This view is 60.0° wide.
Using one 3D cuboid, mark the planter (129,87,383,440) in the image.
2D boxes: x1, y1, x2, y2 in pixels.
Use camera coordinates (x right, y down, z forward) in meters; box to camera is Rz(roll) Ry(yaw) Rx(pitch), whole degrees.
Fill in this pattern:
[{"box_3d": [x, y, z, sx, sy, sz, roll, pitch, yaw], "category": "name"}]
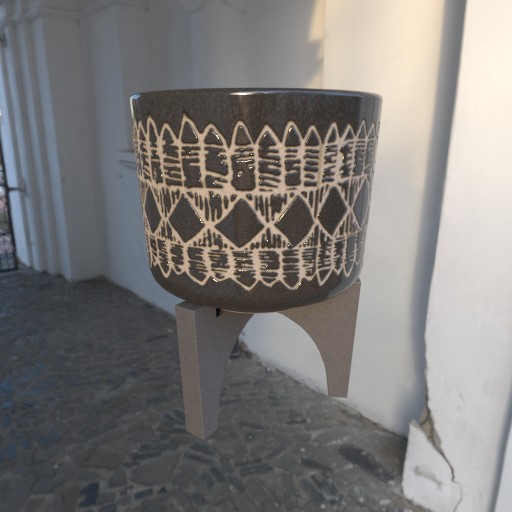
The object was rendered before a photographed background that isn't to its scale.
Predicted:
[{"box_3d": [0.000, 0.000, 0.391, 0.196, 0.264, 0.196, -7, 18, -23], "category": "planter"}]
